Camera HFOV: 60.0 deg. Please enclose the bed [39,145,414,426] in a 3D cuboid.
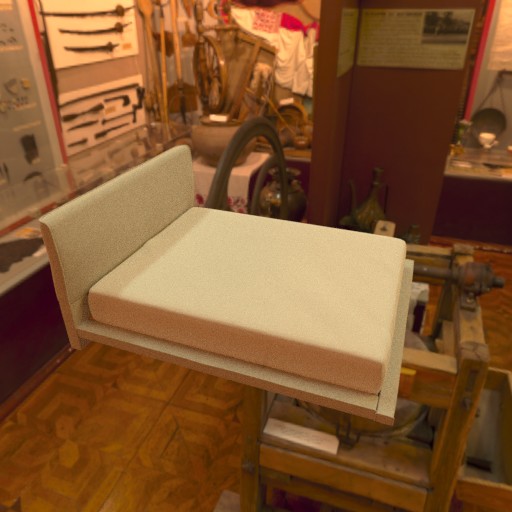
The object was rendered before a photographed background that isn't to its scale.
[{"bbox_3d":[0.000,0.000,3.639,2.498,1.126,1.980,11,31,18],"label":"bed"}]
